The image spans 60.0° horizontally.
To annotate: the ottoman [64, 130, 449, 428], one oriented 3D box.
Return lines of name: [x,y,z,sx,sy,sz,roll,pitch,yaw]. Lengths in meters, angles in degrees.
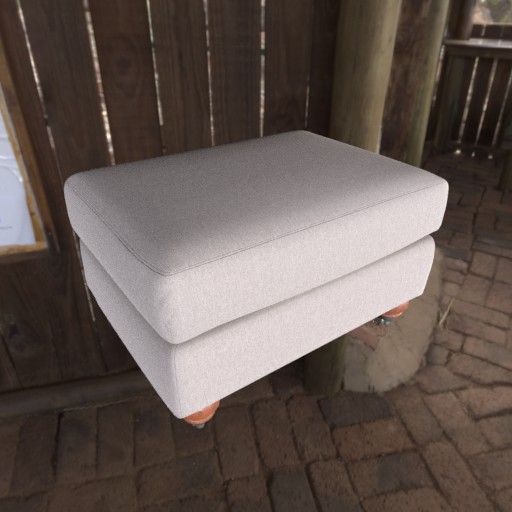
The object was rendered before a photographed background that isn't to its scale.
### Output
ottoman: [0.000,0.000,1.149,0.773,0.497,0.574,-20,35,-30]
